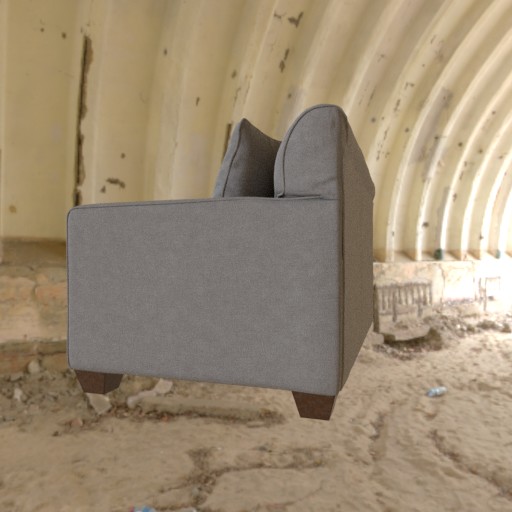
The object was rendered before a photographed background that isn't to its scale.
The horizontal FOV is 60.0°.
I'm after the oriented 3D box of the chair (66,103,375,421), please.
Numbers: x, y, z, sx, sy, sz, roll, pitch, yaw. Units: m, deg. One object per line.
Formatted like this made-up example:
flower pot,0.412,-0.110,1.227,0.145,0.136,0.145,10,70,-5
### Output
chair,0.000,0.000,2.026,0.992,0.953,1.395,0,0,18
